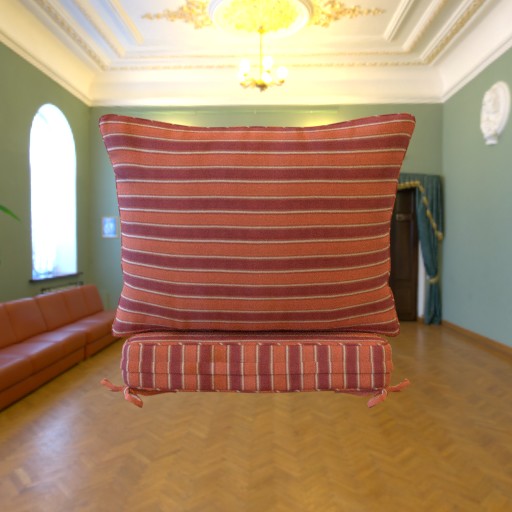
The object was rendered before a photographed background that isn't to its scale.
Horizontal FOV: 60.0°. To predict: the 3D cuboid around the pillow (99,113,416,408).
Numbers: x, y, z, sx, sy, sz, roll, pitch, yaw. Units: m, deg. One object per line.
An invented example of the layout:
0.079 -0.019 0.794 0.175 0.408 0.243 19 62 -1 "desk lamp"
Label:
0.000 0.000 1.392 0.799 0.723 0.733 0 1 0 "pillow"
